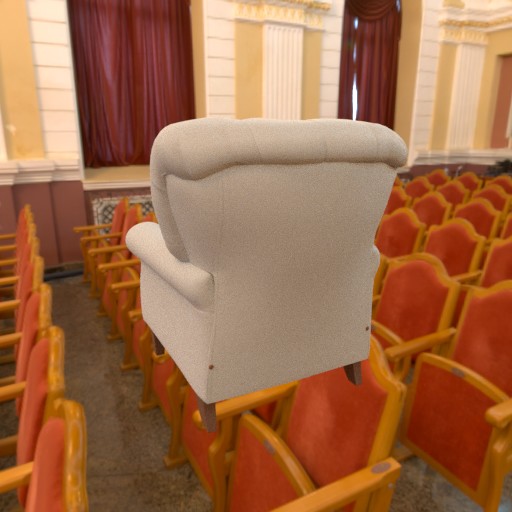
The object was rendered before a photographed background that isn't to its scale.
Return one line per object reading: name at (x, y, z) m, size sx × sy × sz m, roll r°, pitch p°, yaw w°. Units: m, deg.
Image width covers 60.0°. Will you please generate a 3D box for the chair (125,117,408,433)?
chair at (0.000, 0.000, 2.094) m, size 1.090 × 1.217 × 1.128 m, roll -8°, pitch 17°, yaw -26°
